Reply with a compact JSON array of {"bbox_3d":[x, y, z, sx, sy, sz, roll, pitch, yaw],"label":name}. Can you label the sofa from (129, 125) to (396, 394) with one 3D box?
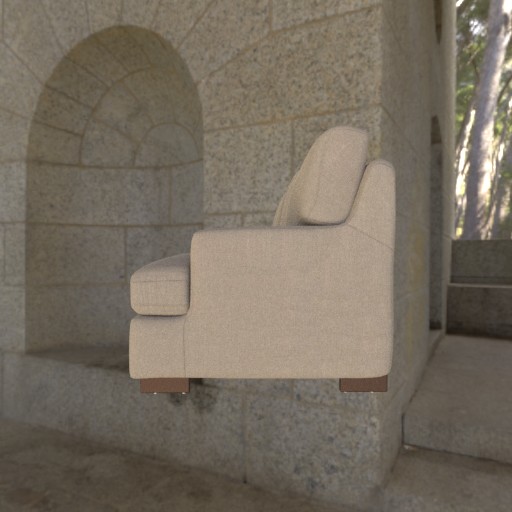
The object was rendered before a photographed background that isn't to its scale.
[{"bbox_3d":[0.000,0.000,2.467,0.962,0.980,1.855,0,0,-1],"label":"sofa"}]
